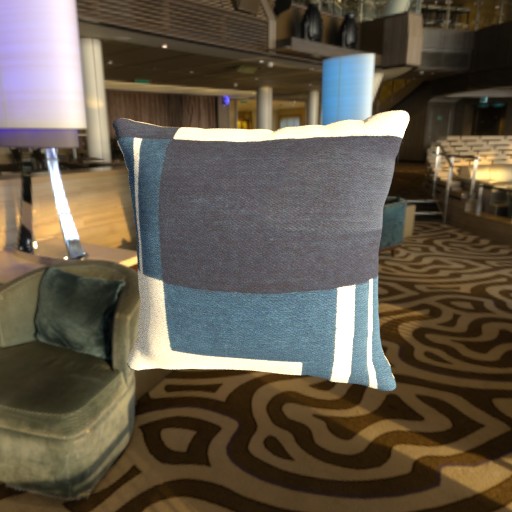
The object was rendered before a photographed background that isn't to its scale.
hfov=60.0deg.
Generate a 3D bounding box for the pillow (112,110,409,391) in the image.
[{"bbox_3d":[0.000,0.000,0.816,0.536,0.506,0.229,2,15,8],"label":"pillow"}]
